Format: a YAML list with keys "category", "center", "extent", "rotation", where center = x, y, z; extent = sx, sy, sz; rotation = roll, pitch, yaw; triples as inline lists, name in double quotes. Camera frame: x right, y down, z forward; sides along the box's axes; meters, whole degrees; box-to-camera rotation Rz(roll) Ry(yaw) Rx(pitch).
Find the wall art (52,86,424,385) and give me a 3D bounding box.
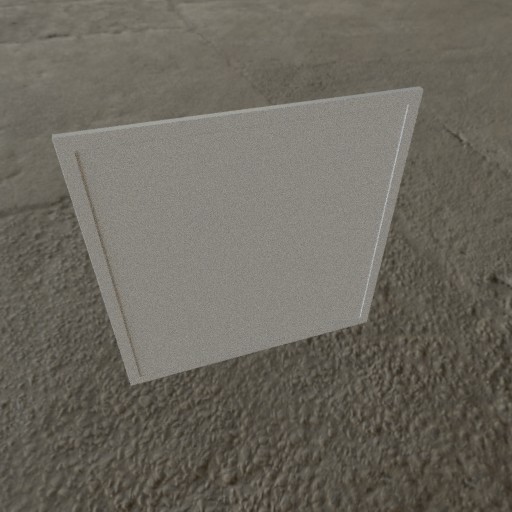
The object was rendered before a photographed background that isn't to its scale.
- category: "wall art"
  center: [0.000, 0.000, 0.975]
  extent: [0.660, 0.660, 0.015]
  rotation: [-12, 42, -14]
